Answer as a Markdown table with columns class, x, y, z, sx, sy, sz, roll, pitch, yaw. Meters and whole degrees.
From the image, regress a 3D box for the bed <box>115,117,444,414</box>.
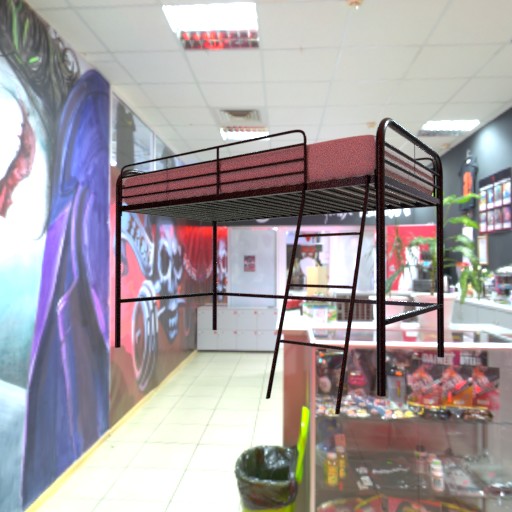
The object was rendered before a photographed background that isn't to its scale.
| class | x | y | z | sx | sy | sz | roll | pitch | yaw |
| --- | --- | --- | --- | --- | --- | --- | --- | --- | --- |
| bed | 0.000 | 0.000 | 2.862 | 1.968 | 1.289 | 1.393 | -1 | -1 | 37 |
